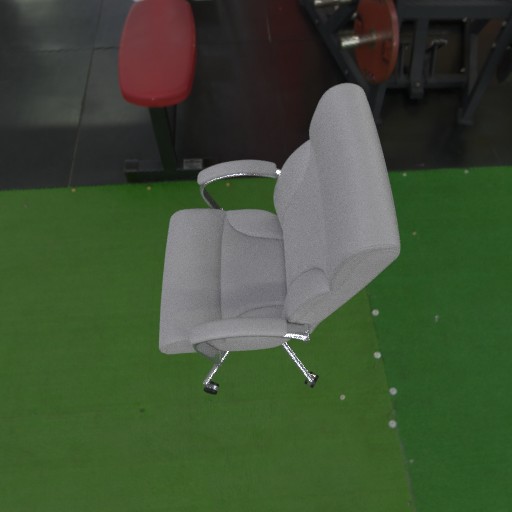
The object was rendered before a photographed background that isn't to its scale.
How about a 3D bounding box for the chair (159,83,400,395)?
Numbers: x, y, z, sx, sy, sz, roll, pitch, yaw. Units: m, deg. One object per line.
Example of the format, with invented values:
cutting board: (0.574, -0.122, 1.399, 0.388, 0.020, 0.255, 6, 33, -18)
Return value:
chair: (0.000, 0.000, 1.600, 0.745, 1.099, 0.727, -1, 59, -1)
